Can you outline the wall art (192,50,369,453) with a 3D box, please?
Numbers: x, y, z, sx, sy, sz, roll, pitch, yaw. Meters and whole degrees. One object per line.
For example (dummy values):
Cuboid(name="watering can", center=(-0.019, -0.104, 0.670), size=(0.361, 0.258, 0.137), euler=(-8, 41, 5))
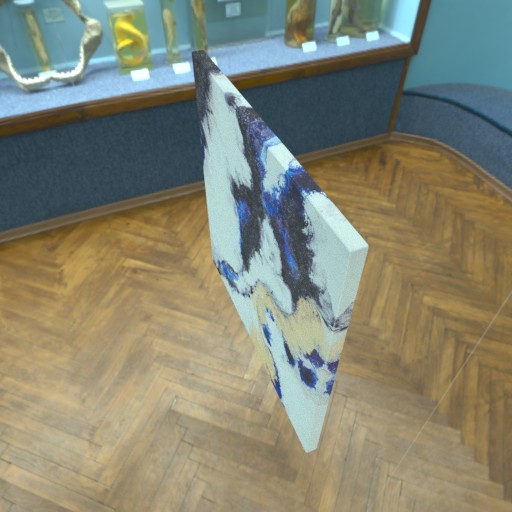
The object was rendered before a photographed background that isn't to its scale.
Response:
Cuboid(name="wall art", center=(0.000, 0.000, 1.331), size=(0.038, 0.885, 0.887), euler=(-17, 48, -16))
